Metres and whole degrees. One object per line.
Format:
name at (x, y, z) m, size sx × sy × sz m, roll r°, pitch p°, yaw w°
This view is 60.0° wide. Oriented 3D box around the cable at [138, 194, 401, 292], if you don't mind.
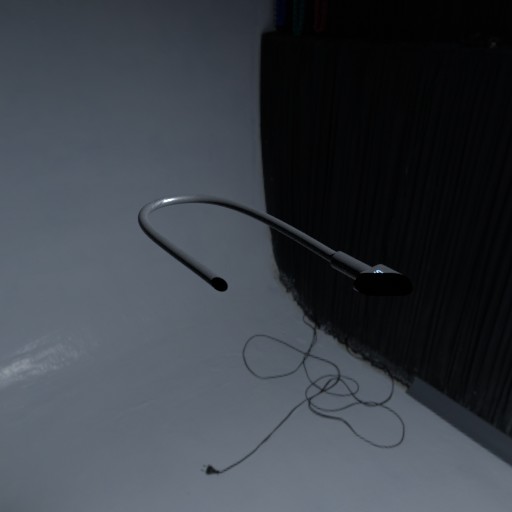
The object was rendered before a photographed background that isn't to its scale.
cable at (0.000, 0.000, 0.112) m, size 0.041 × 0.005 × 0.098 m, roll -19°, pitch 34°, yaw -32°
